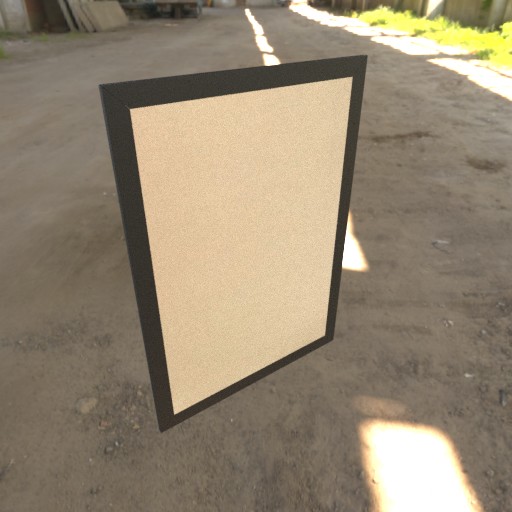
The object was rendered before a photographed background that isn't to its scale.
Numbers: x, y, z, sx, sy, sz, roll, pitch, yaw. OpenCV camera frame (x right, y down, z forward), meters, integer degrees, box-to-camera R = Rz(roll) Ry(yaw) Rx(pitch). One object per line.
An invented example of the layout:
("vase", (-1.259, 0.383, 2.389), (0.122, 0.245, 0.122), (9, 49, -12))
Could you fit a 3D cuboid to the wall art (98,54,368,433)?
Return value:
("wall art", (0.000, 0.000, 0.670), (0.379, 0.530, 0.008), (-20, 37, -29))
